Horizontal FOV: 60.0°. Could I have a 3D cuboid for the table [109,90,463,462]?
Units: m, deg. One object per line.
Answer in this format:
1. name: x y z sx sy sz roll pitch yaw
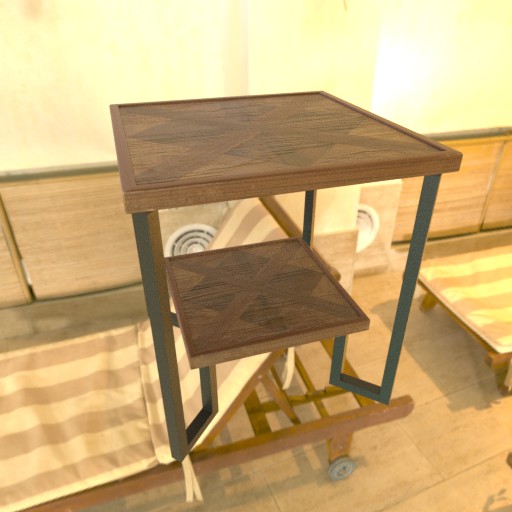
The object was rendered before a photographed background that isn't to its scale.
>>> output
1. table: 0.000 0.000 0.957 0.503 0.563 0.503 -9 32 -15
